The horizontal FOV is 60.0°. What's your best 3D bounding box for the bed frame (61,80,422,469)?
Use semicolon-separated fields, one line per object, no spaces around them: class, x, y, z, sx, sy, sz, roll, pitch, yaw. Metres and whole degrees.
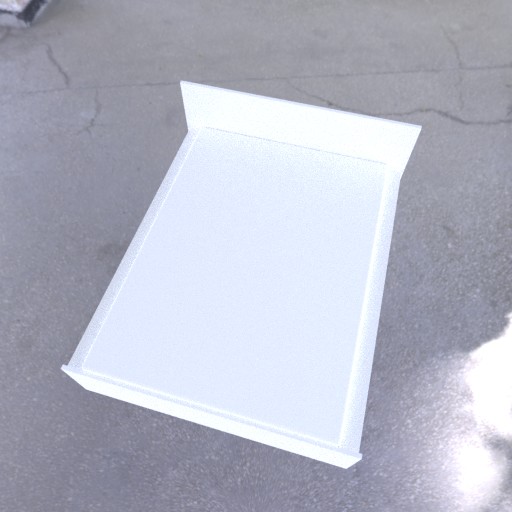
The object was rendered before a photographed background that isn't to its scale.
bed frame;0.000;0.000;2.770;1.622;0.800;1.960;14;60;8
